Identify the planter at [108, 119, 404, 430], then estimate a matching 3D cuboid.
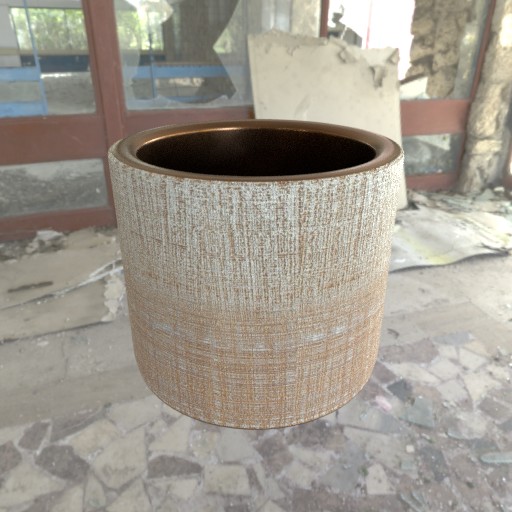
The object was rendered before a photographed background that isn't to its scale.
[{"bbox_3d":[0.000,0.000,0.187,0.109,0.096,0.109,0,26,0],"label":"planter"}]
